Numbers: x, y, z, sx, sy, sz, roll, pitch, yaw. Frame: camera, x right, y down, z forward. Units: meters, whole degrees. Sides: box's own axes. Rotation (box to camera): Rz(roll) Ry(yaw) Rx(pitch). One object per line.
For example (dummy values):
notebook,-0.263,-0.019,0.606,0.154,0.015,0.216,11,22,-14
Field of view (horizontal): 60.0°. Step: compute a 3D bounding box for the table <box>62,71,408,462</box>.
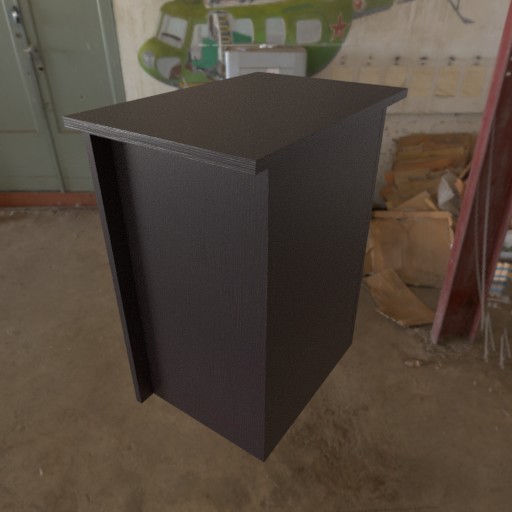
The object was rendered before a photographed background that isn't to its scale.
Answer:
table,0.000,0.000,1.051,0.408,0.711,0.589,20,36,29
